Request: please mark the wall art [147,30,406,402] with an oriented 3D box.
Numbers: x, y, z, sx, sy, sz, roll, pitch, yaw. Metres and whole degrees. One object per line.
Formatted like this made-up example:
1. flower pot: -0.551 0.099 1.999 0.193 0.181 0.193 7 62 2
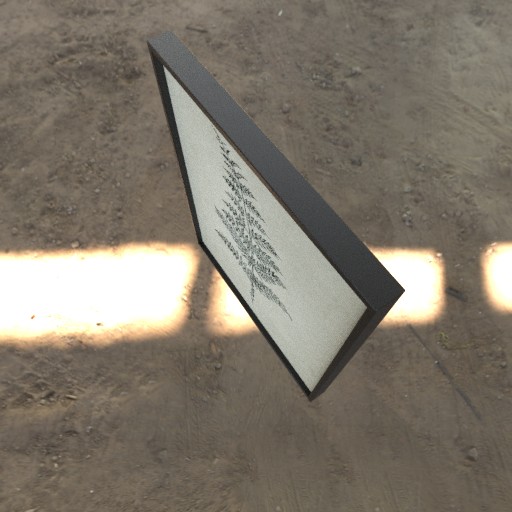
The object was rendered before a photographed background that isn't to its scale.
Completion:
1. wall art: 0.000 0.000 0.746 0.039 0.555 0.449 -31 68 -15
